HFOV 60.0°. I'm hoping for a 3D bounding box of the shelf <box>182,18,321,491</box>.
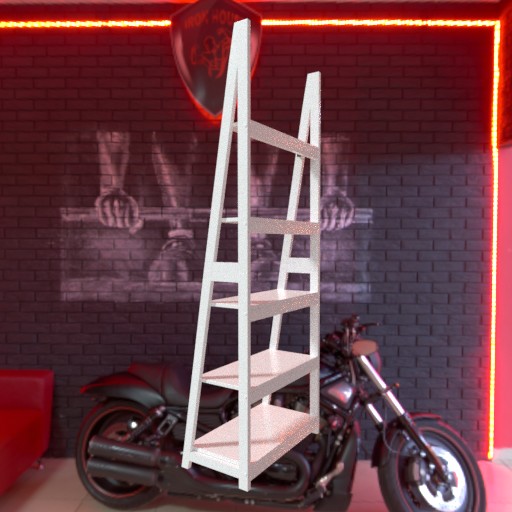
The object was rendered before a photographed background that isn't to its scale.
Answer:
[{"bbox_3d":[0.000,0.000,2.022,0.341,1.779,0.636,1,2,33],"label":"shelf"}]
